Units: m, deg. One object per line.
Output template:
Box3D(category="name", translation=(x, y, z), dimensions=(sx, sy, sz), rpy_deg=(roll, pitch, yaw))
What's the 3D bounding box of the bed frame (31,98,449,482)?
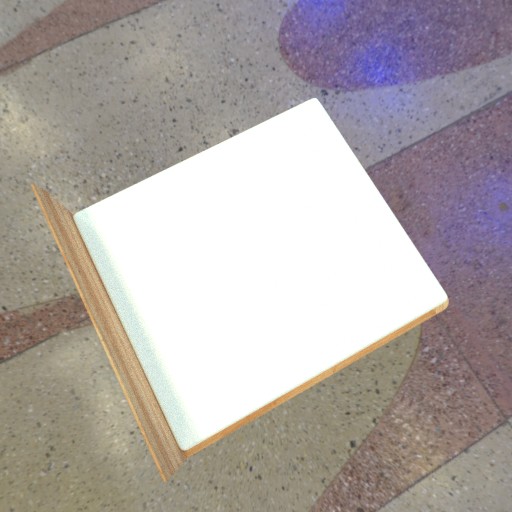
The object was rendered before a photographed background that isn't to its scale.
Box3D(category="bed frame", translation=(0.000, 0.000, 3.056), dimensions=(2.092, 0.940, 1.872), rpy_deg=(-28, 77, -7))
